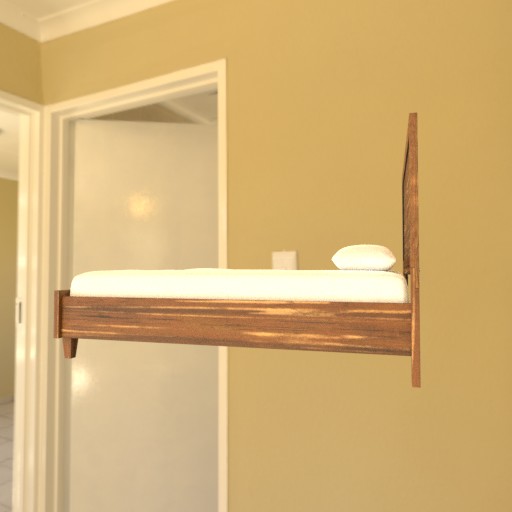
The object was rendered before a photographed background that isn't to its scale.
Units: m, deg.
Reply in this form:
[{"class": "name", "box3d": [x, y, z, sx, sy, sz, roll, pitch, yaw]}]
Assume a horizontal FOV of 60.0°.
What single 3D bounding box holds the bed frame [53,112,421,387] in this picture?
[{"class": "bed frame", "box3d": [0.000, 0.000, 3.419, 2.276, 1.417, 1.696, -1, -2, 17]}]
